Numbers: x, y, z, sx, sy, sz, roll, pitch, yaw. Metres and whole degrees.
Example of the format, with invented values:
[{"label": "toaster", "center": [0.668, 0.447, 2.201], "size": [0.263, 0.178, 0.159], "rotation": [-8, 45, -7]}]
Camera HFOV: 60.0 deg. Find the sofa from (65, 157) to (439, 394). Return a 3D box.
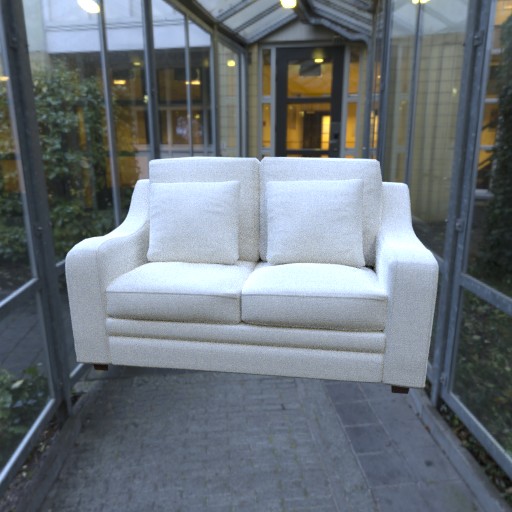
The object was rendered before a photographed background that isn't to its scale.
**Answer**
[{"label": "sofa", "center": [0.000, 0.000, 2.443], "size": [1.744, 1.047, 1.040], "rotation": [2, 15, 8]}]
